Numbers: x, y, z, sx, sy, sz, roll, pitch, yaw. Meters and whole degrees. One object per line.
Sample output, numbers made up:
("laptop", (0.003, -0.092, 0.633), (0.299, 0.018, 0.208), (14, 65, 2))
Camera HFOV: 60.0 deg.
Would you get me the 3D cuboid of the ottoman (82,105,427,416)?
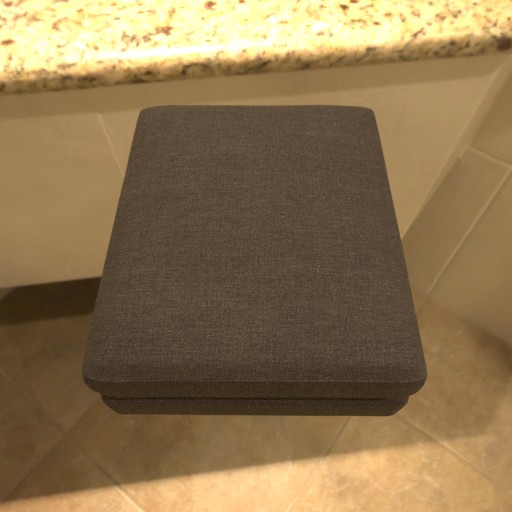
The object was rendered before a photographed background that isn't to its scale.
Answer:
("ottoman", (0.000, 0.000, 1.221), (0.693, 0.474, 0.821), (0, 57, 0))
